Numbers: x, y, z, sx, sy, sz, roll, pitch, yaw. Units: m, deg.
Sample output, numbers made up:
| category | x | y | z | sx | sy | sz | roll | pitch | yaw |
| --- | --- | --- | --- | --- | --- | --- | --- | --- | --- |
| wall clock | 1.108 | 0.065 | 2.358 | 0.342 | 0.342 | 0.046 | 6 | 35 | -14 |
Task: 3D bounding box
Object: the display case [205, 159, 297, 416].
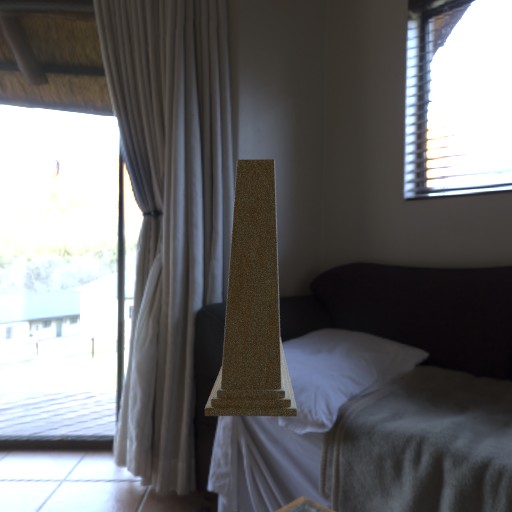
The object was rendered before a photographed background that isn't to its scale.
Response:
| category | x | y | z | sx | sy | sz | roll | pitch | yaw |
| --- | --- | --- | --- | --- | --- | --- | --- | --- | --- |
| display case | 0.000 | 0.000 | 0.779 | 0.095 | 0.340 | 0.640 | 0 | -1 | 1 |
